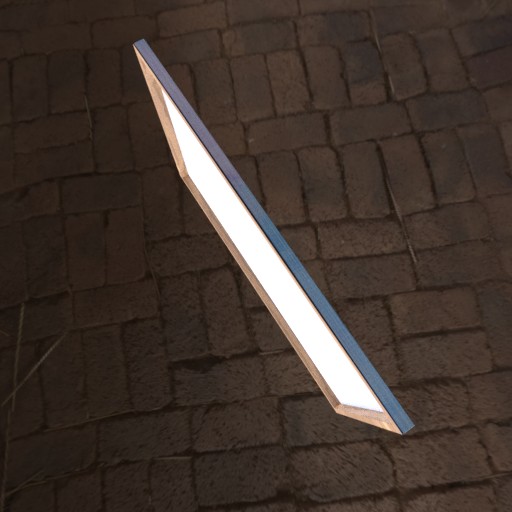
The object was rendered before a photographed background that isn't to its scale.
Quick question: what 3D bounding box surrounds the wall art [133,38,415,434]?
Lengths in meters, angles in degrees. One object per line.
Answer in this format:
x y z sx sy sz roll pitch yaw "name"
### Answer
0.000 0.000 1.392 0.034 0.756 1.137 -32 76 -9 "wall art"
